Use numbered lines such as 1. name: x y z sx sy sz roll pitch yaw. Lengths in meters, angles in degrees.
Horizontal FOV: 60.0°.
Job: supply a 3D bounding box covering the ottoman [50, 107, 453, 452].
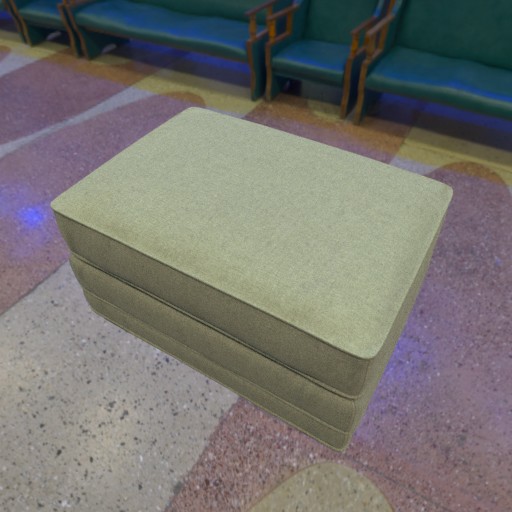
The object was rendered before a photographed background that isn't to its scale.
1. ottoman: 0.000 0.000 1.225 0.848 0.508 0.611 23 50 21
